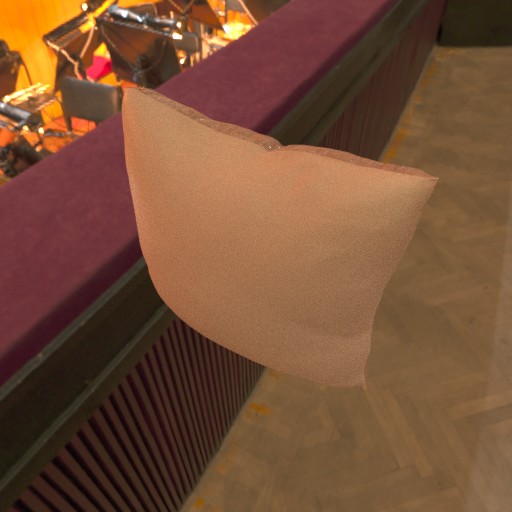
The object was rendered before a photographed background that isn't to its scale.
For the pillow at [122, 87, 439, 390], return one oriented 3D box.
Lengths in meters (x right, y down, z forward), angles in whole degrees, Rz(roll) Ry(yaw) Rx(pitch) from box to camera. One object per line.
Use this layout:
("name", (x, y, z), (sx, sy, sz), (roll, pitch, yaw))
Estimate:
("pillow", (0.000, 0.000, 0.703), (0.450, 0.448, 0.245), (24, 50, 21))
